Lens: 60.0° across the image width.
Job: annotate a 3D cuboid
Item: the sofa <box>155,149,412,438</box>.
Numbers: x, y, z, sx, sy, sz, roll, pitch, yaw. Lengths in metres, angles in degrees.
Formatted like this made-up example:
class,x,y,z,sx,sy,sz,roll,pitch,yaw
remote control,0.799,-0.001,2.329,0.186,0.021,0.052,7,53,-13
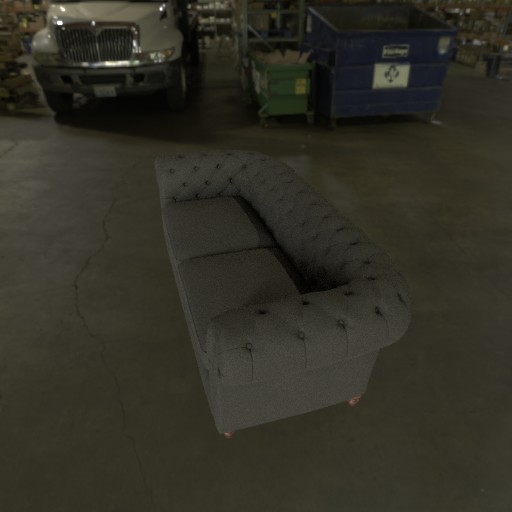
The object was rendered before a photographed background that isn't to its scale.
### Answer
class,x,y,z,sx,sy,sz,roll,pitch,yaw
sofa,0.000,0.000,2.763,0.991,0.762,2.362,-9,31,-15
